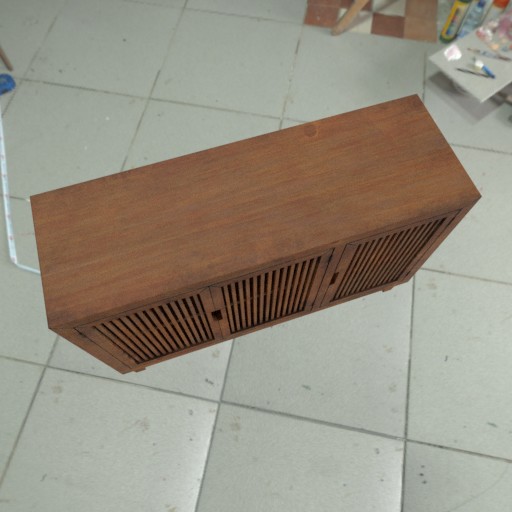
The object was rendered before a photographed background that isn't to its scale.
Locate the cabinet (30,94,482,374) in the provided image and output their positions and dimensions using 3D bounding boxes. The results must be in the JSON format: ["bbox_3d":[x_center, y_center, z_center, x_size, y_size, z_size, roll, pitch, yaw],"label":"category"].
[{"bbox_3d":[0.000,0.000,1.608,1.204,0.805,0.403,-17,67,-7],"label":"cabinet"}]
